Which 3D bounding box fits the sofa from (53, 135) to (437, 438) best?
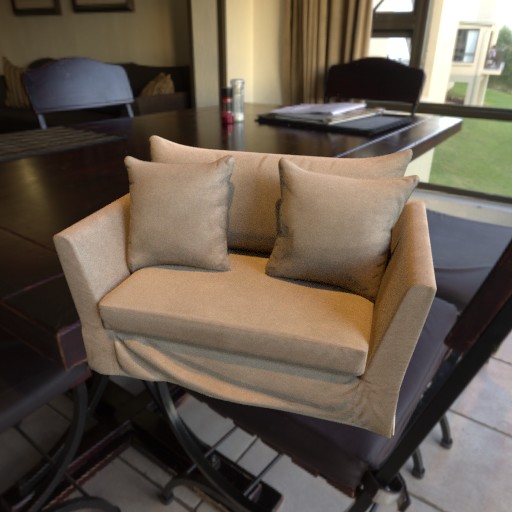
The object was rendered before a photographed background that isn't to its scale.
[{"bbox_3d":[0.000,0.000,2.261,1.608,1.040,1.035,7,27,15],"label":"sofa"}]
